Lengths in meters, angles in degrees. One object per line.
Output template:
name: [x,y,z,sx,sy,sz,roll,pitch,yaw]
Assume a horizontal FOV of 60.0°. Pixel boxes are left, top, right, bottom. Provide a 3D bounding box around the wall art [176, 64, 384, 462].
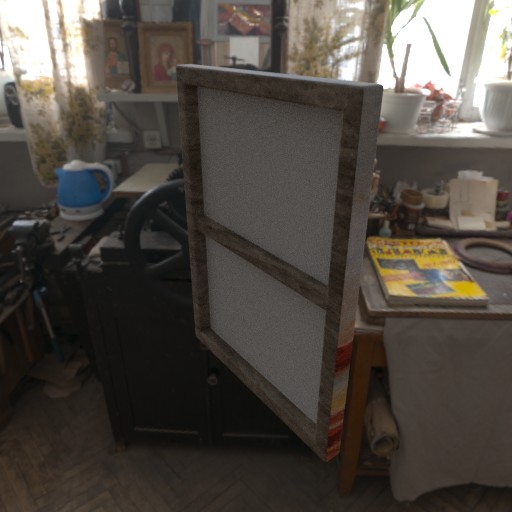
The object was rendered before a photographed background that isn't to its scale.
wall art: [0.000,0.000,0.788,0.035,0.605,0.443,-19,32,-32]
